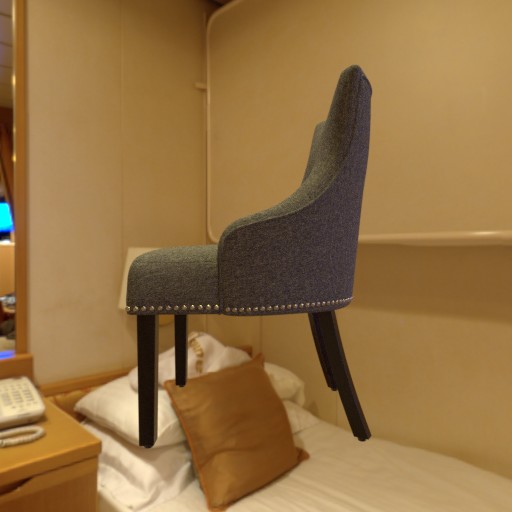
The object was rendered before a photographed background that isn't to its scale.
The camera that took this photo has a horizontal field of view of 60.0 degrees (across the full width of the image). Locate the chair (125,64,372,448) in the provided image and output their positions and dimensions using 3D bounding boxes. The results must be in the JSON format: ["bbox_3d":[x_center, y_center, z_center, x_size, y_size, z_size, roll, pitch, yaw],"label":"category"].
[{"bbox_3d":[0.000,0.000,1.289,0.629,0.909,0.566,0,1,0],"label":"chair"}]
